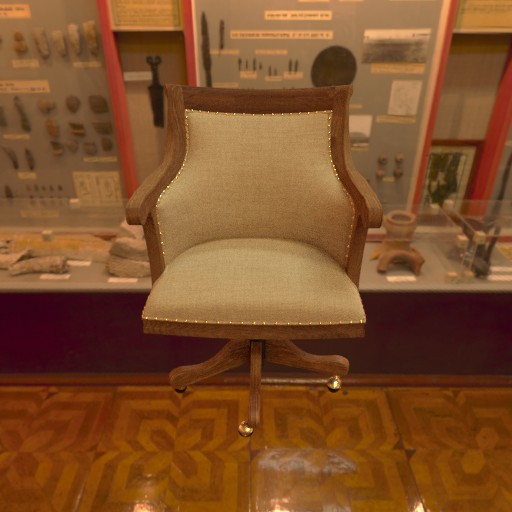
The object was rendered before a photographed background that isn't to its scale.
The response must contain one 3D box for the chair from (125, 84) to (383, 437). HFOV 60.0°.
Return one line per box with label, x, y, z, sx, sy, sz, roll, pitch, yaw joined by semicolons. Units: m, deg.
chair;0.000;0.000;1.434;0.656;0.965;0.689;1;31;1
